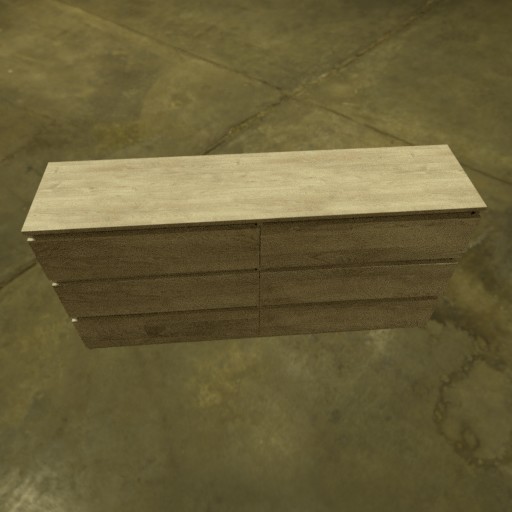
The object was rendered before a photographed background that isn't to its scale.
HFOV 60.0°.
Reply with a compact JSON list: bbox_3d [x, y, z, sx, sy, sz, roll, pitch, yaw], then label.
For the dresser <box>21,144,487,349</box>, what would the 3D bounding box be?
[{"bbox_3d":[0.000,0.000,1.925,1.590,0.795,0.390,-3,48,-3],"label":"dresser"}]
